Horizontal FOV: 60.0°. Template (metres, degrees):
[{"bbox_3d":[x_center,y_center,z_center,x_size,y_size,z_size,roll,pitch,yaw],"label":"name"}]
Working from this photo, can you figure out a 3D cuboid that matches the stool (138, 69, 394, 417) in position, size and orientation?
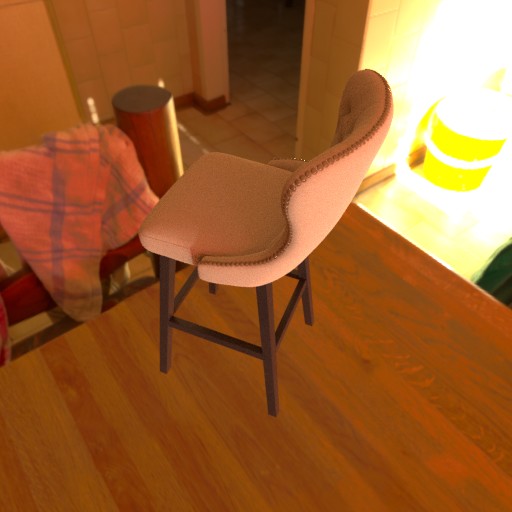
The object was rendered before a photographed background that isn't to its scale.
[{"bbox_3d":[0.000,0.000,1.362,0.605,1.066,0.528,16,48,15],"label":"stool"}]
